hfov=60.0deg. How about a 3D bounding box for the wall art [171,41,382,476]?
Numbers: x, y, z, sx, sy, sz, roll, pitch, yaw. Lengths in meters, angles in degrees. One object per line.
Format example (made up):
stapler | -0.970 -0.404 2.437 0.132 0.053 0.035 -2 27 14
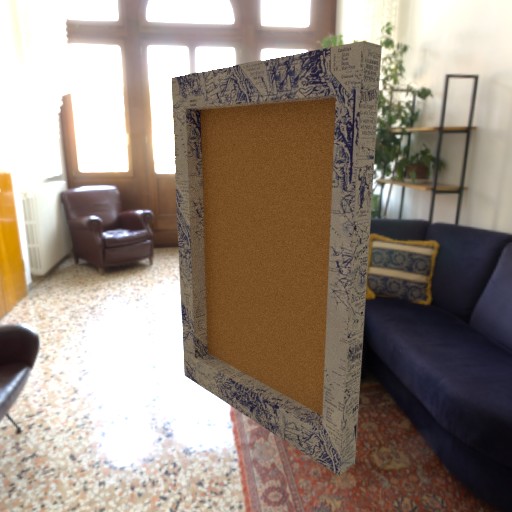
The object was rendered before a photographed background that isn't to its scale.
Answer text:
wall art | 0.000 0.000 0.747 0.040 0.601 0.408 -13 19 -42
